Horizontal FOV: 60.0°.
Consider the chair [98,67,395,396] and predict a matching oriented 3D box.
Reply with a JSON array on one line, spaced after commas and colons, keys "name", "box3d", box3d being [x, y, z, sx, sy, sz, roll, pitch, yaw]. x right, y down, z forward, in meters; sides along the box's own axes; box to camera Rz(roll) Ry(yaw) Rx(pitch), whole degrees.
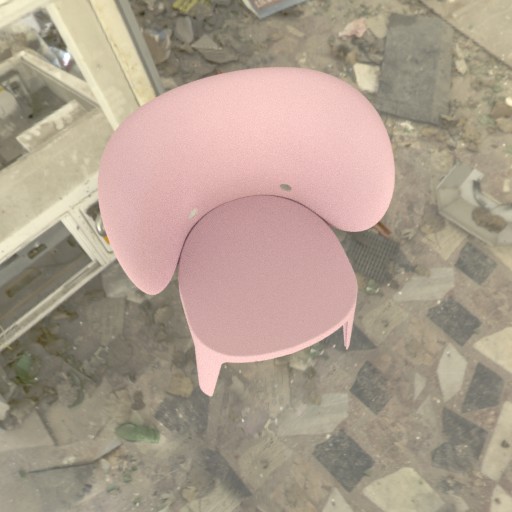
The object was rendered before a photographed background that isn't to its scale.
[{"name": "chair", "box3d": [0.000, 0.000, 0.868, 0.451, 0.554, 0.402, -17, 66, -8]}]
